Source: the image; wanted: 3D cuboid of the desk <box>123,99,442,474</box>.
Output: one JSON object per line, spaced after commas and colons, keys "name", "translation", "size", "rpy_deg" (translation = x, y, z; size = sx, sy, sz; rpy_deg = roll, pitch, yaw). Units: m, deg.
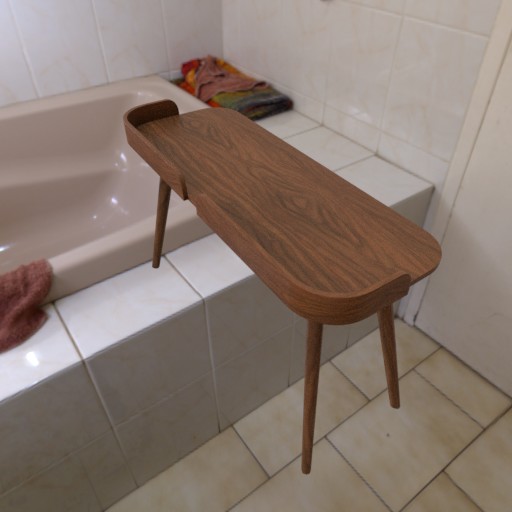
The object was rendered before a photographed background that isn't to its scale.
{"name": "desk", "translation": [0.000, 0.000, 1.669], "size": [0.486, 0.800, 1.256], "rpy_deg": [-23, 46, -25]}
